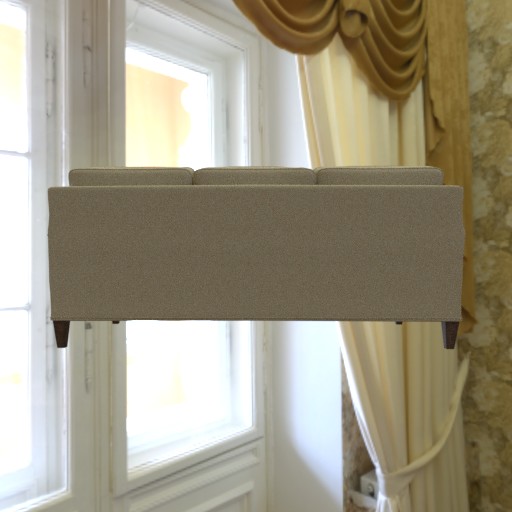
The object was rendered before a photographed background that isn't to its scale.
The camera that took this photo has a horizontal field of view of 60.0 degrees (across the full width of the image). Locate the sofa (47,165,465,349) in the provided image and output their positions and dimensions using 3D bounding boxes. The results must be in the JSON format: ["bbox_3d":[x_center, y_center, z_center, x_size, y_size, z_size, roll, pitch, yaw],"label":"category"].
[{"bbox_3d":[0.000,0.000,2.818,2.246,1.003,1.084,0,0,1],"label":"sofa"}]
